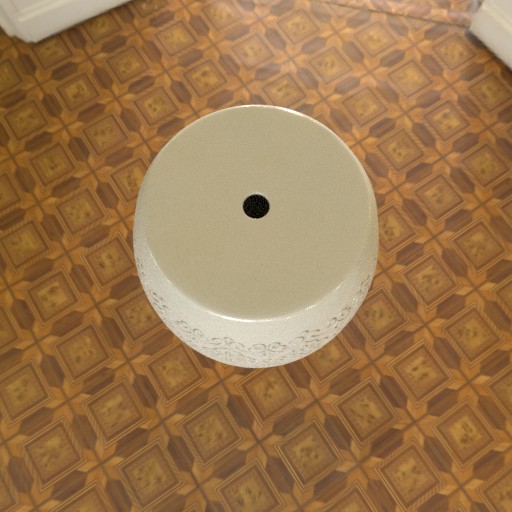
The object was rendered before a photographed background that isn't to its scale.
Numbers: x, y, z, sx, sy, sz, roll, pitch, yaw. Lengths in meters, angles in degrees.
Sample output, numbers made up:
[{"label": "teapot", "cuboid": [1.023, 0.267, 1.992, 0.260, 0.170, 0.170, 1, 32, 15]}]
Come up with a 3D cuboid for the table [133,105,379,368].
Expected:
[{"label": "table", "cuboid": [0.000, 0.000, 0.631, 0.309, 0.397, 0.309, 0, 75, 0]}]
